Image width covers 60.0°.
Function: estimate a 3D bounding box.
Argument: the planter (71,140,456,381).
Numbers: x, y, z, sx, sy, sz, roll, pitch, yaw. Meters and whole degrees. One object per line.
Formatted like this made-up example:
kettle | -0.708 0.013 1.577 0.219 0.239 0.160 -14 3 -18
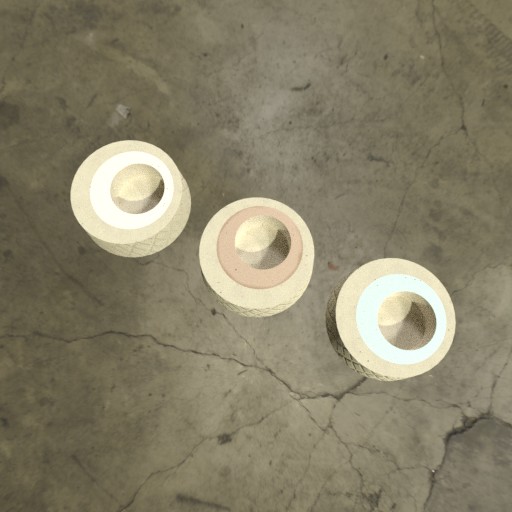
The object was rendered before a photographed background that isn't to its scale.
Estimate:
planter | 0.000 0.000 0.429 0.390 0.038 0.114 25 77 6
